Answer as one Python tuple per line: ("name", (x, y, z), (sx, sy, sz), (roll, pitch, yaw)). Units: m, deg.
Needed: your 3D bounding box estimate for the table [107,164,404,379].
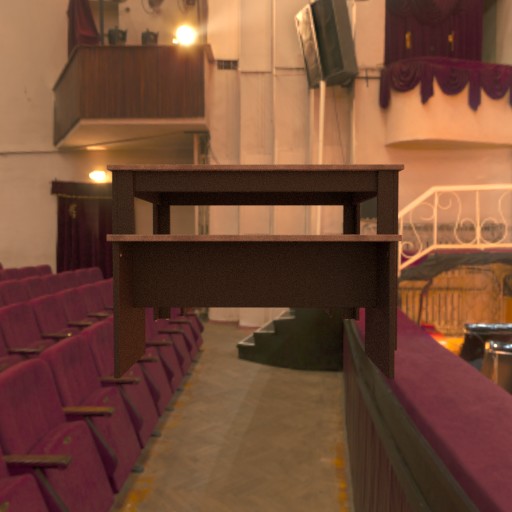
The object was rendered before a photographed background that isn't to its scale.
("table", (0.000, 0.000, 2.018), (1.100, 0.700, 1.443), (0, 2, 0))
